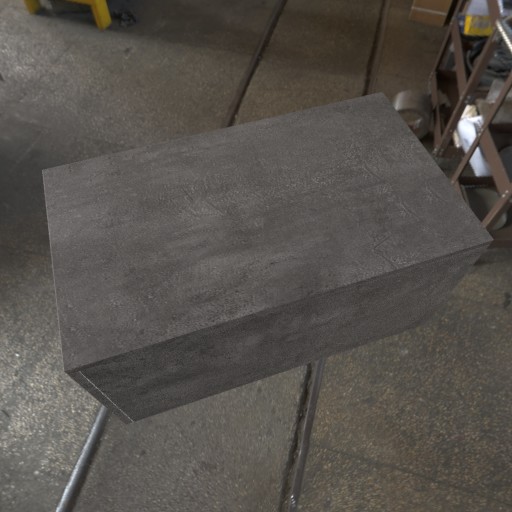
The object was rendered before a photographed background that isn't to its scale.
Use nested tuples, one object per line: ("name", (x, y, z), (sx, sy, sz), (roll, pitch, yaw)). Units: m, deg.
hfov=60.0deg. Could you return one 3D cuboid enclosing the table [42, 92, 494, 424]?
("table", (0.000, 0.000, 0.926), (0.700, 0.350, 0.400), (-16, 59, -10))
